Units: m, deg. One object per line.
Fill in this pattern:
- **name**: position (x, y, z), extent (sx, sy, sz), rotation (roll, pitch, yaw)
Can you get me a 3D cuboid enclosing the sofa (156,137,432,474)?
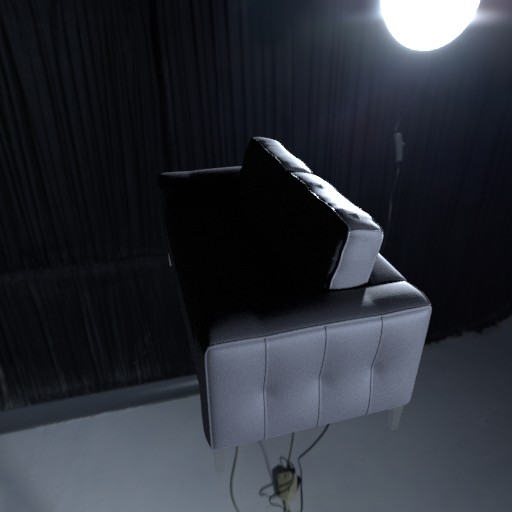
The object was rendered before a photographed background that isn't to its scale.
- **sofa**: position (0.000, 0.000, 2.241), extent (0.833, 0.893, 1.726), rotation (-8, 30, -14)
